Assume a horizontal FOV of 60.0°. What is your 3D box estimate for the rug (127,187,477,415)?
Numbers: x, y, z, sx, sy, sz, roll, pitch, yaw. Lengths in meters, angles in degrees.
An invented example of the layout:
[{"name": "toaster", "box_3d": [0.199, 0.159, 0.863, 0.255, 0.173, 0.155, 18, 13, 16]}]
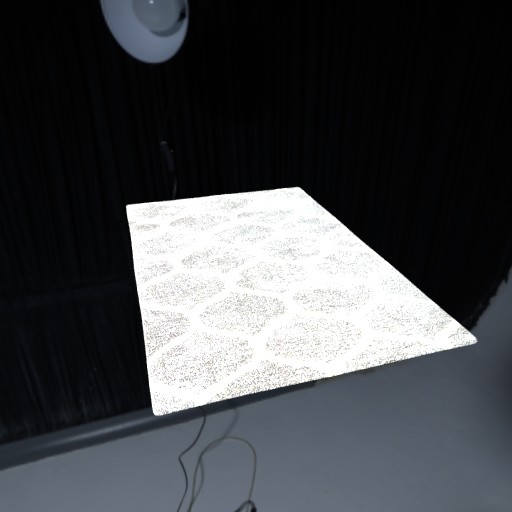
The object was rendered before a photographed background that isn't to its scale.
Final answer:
[{"name": "rug", "box_3d": [0.000, 0.000, 3.393, 1.801, 0.026, 2.701, -8, 29, -15]}]
